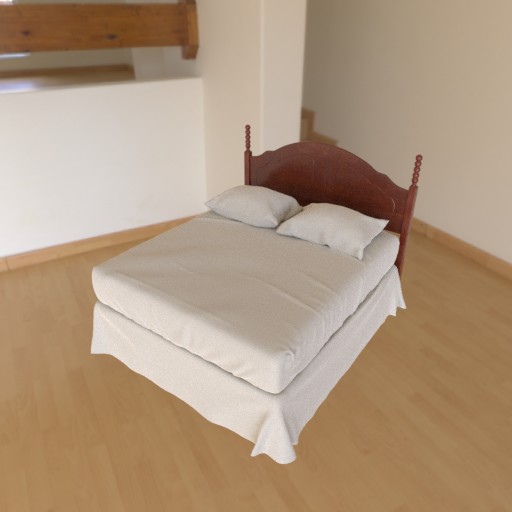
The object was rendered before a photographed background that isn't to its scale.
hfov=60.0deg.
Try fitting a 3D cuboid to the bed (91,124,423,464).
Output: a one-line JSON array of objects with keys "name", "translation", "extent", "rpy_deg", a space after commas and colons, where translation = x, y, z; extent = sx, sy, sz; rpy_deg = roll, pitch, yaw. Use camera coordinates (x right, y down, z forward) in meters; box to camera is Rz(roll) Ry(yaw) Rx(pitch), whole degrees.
[{"name": "bed", "translation": [0.000, 0.000, 3.345], "extent": [1.873, 1.356, 2.040], "rpy_deg": [20, 35, 31]}]
